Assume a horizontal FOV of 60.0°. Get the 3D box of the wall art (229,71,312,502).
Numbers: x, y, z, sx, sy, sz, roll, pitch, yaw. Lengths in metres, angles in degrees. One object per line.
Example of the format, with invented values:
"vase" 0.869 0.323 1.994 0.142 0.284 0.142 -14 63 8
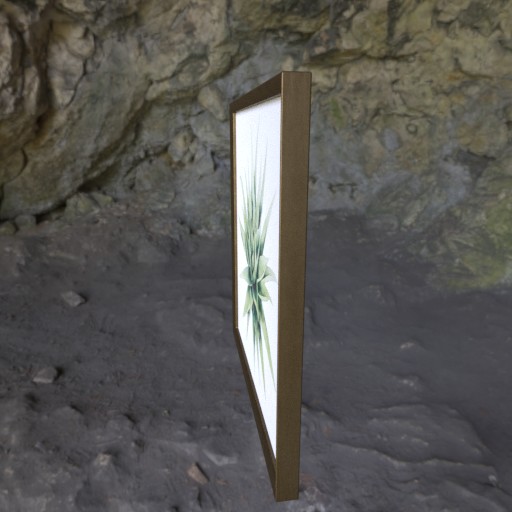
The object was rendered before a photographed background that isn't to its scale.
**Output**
"wall art" 0.000 0.000 0.732 0.030 0.506 0.503 -2 16 -9
